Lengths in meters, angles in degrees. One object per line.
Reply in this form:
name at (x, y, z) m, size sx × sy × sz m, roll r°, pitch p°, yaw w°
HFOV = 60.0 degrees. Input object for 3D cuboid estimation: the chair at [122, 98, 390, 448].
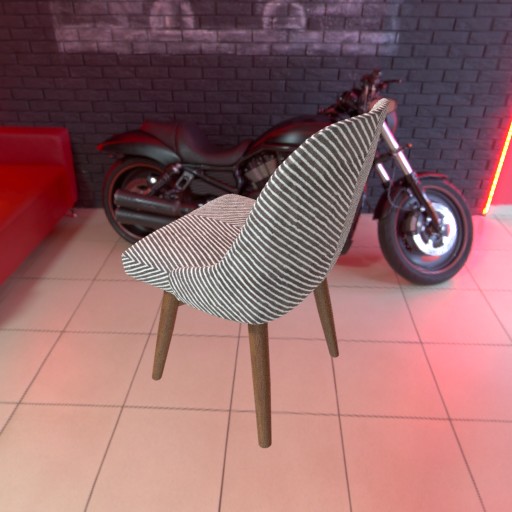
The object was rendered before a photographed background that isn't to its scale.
chair at (0.000, 0.000, 1.238) m, size 0.591 × 0.883 × 0.504 m, roll 21°, pitch 38°, yaw 29°
